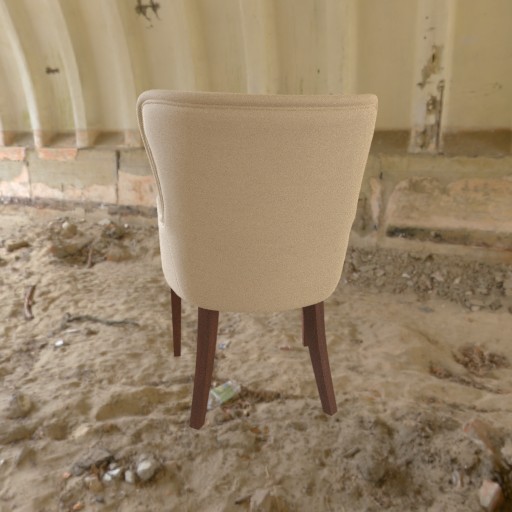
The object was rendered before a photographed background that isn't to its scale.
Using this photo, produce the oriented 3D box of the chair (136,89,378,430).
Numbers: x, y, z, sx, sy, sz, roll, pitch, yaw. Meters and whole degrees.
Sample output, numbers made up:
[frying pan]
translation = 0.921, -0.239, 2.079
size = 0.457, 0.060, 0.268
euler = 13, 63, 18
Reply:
[chair]
translation = 0.000, 0.000, 1.472
size = 0.696, 0.990, 0.744
euler = -2, 14, -10
